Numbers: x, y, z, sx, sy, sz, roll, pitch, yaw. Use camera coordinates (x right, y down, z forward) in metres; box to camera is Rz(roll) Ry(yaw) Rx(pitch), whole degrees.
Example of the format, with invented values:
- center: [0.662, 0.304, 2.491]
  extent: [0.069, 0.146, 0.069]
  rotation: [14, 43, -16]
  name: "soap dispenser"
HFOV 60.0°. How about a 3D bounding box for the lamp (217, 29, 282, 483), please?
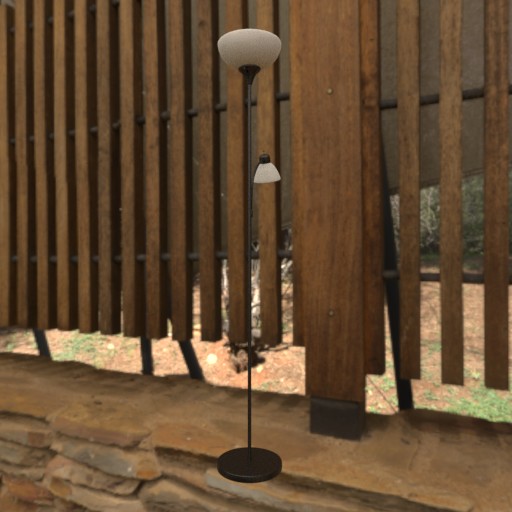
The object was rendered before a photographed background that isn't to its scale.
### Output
- center: [0.000, 0.000, 1.973]
  extent: [0.279, 1.804, 0.442]
  rotation: [0, 0, 19]
  name: "lamp"
